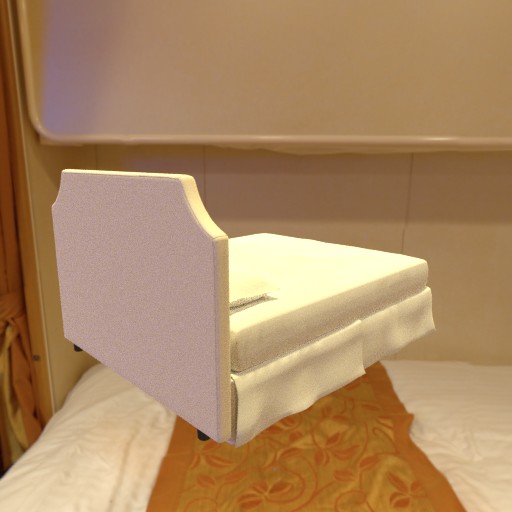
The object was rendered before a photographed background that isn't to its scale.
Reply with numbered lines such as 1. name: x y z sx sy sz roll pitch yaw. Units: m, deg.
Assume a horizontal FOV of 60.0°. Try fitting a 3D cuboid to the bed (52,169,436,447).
1. bed: 0.000 0.000 4.088 2.773 1.590 2.350 -12 18 -44
